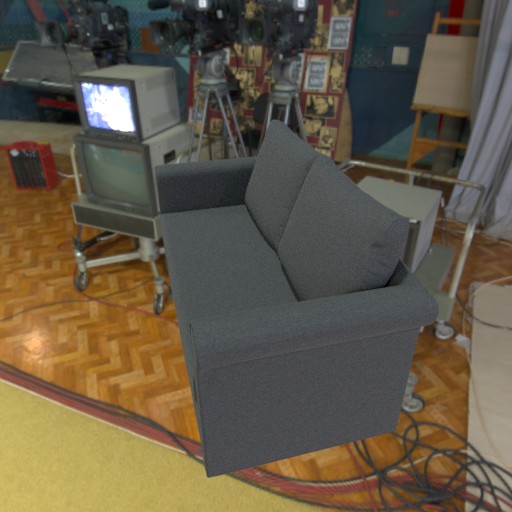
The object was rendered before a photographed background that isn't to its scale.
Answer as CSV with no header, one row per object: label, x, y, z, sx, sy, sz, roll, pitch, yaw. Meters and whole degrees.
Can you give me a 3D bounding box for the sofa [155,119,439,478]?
sofa,0.000,0.000,1.933,0.741,0.872,1.460,-8,32,-13
